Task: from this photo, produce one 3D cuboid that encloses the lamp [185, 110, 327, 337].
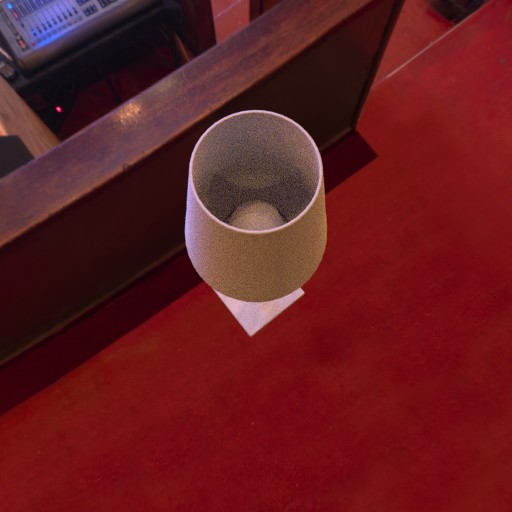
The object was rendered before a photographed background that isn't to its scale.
[{"bbox_3d":[0.000,0.000,0.695,0.181,0.639,0.181,-38,79,-8],"label":"lamp"}]
